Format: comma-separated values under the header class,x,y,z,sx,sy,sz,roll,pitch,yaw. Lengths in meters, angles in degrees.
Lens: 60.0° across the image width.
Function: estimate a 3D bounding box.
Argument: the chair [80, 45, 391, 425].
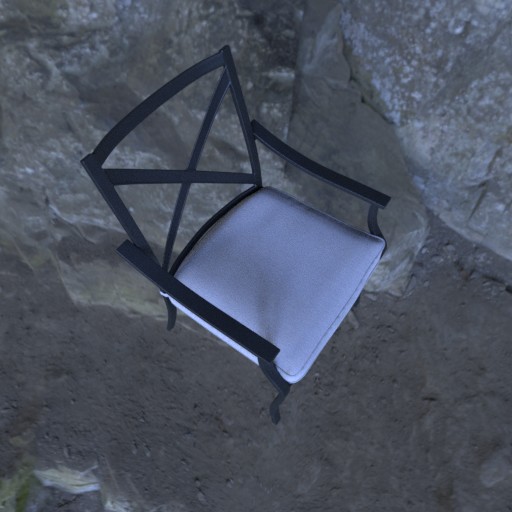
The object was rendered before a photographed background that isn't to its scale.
class,x,y,z,sx,sy,sz,roll,pitch,yaw
chair,0.000,0.000,1.313,0.620,0.889,0.575,32,64,18
